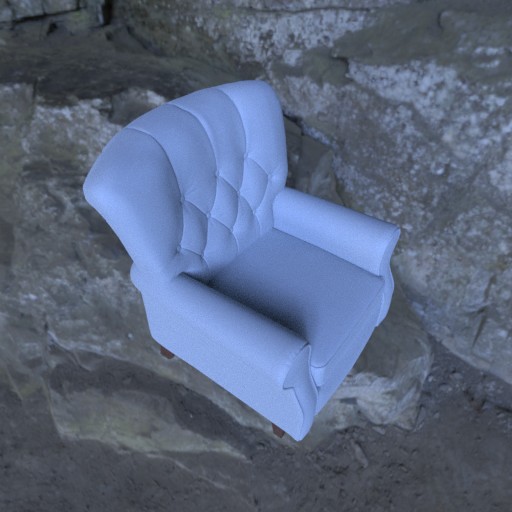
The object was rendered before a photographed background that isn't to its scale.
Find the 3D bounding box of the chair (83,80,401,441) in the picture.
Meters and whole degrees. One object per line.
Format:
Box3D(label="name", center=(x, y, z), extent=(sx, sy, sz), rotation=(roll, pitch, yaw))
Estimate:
Box3D(label="chair", center=(0.000, 0.000, 2.051), extent=(1.128, 1.217, 1.090), rotation=(27, 49, 26))
